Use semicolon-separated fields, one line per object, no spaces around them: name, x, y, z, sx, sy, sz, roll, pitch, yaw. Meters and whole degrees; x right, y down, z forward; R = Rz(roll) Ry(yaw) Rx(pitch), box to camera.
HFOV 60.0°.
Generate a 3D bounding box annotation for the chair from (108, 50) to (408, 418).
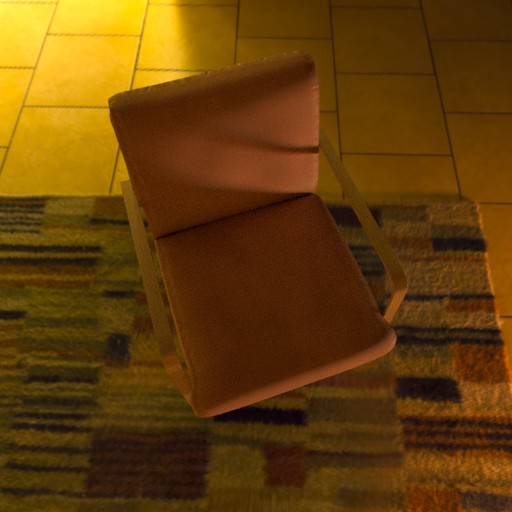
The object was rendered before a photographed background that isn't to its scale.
chair;0.000;0.000;1.459;0.701;0.823;0.848;-17;66;-8
